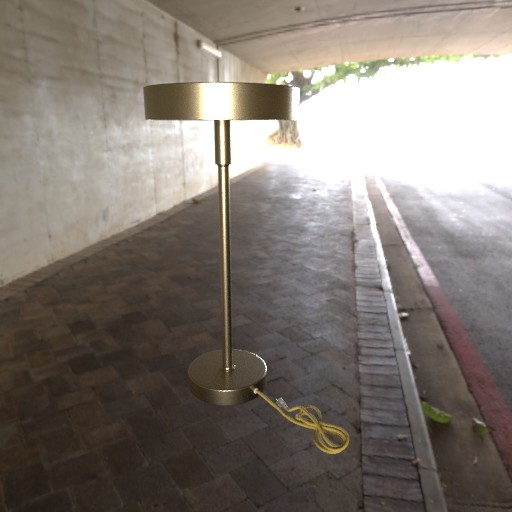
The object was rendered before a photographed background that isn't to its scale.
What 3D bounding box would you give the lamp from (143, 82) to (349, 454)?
[{"bbox_3d":[0.000,0.000,0.684,0.369,0.508,0.229,15,23,42],"label":"lamp"}]
